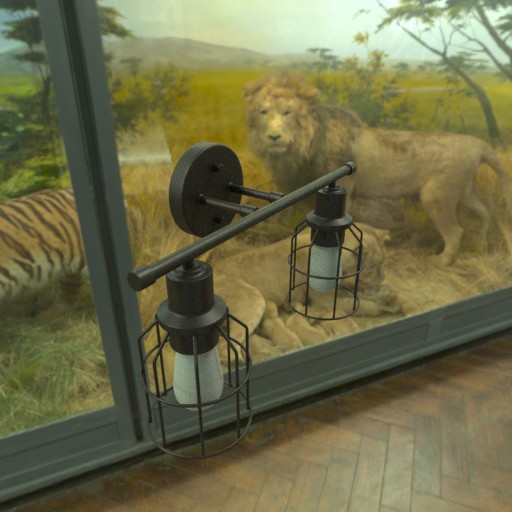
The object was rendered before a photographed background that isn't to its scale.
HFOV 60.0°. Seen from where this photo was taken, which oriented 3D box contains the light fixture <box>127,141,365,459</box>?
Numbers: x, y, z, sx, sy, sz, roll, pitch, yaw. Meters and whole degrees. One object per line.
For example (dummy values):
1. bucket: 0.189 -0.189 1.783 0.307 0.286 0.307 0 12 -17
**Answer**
1. light fixture: 0.000 0.000 0.540 0.165 0.254 0.406 18 32 31
